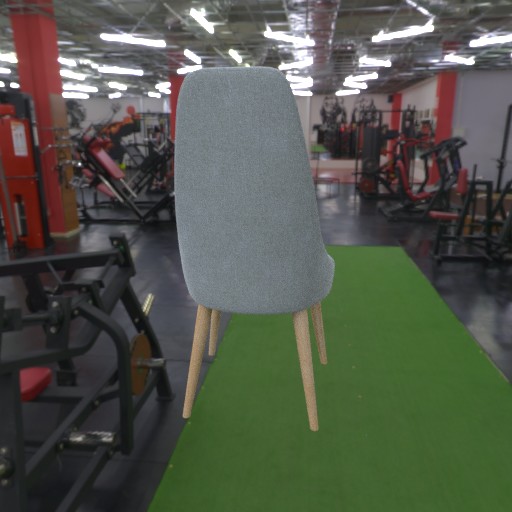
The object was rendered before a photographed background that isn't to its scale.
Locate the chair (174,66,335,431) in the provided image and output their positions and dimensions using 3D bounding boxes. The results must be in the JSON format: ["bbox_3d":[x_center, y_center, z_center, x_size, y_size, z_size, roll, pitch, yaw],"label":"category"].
[{"bbox_3d":[0.000,0.000,1.420,0.510,1.040,0.660,2,15,9],"label":"chair"}]
